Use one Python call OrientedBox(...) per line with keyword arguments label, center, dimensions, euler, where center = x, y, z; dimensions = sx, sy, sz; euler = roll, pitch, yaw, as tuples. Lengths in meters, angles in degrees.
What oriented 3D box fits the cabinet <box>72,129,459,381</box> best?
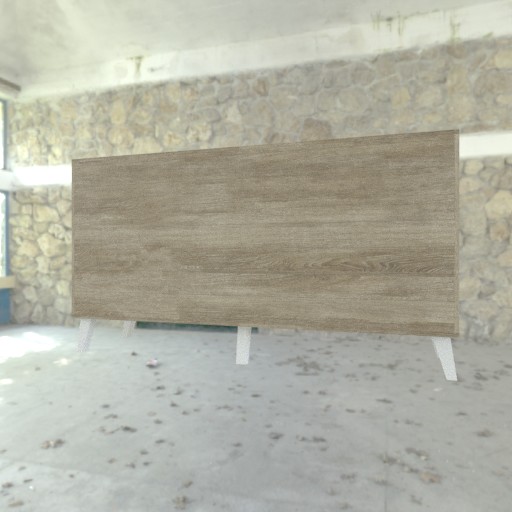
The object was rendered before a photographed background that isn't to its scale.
OrientedBox(label="cabinet", center=(0.000, 0.000, 1.972), dimensions=(1.600, 0.870, 0.450), euler=(0, 0, 17))
